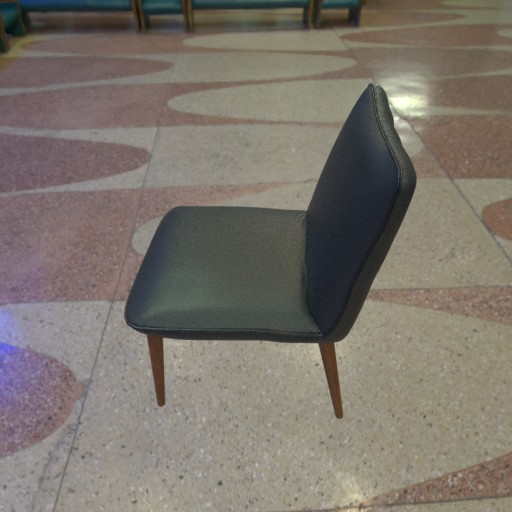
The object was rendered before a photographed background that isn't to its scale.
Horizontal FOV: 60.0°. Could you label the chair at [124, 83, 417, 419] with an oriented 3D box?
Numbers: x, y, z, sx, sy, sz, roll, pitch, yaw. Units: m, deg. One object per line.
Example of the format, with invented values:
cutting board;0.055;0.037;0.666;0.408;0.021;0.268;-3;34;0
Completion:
chair;0.000;0.000;1.207;0.645;0.801;0.543;0;40;0
